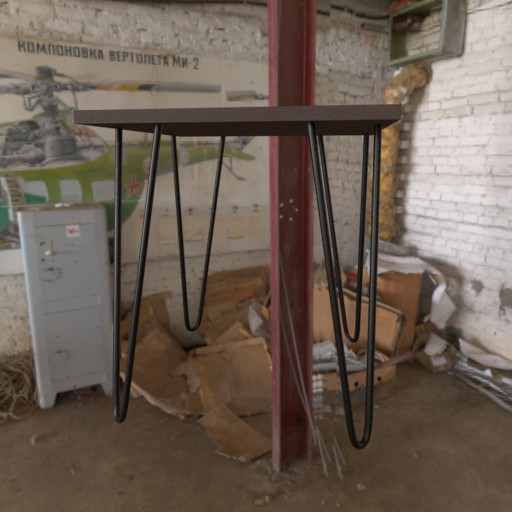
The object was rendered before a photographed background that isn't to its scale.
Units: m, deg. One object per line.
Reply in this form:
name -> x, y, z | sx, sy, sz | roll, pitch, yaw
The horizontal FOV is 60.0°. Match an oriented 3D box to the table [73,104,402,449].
table -> 0.000, 0.000, 0.952 | 0.495, 0.559, 0.495 | 2, 13, 10
